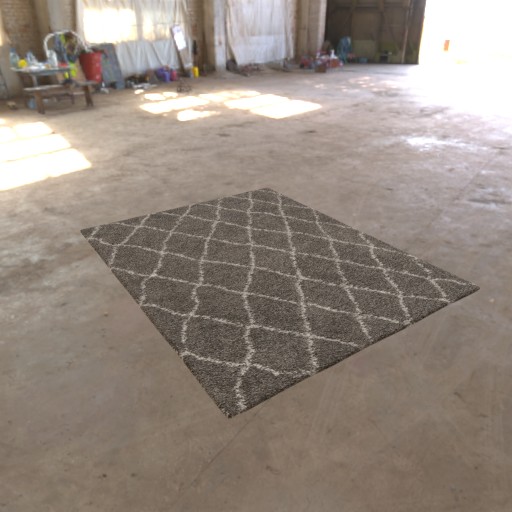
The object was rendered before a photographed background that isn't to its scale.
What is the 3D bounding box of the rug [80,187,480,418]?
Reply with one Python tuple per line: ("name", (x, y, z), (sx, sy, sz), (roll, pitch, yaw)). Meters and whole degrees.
("rug", (0.000, 0.000, 4.172), (2.438, 0.029, 3.047), (-18, 32, -30))
